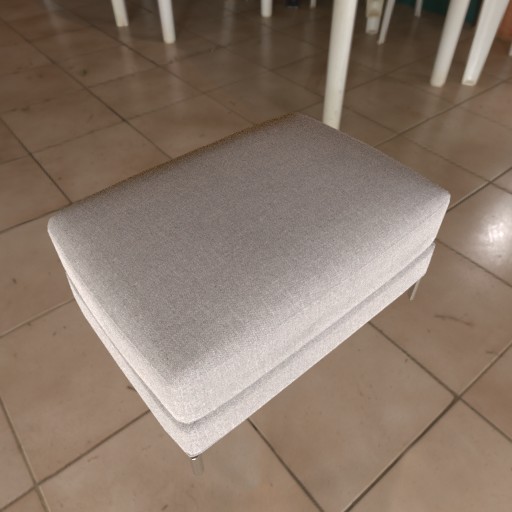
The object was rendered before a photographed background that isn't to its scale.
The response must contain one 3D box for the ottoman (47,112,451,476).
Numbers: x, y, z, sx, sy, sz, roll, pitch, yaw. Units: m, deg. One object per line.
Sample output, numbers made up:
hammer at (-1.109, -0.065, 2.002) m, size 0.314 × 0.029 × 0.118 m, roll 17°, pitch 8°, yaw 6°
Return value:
ottoman at (0.000, 0.000, 1.162) m, size 0.838 × 0.457 × 0.584 m, roll -31°, pitch 53°, yaw -27°
